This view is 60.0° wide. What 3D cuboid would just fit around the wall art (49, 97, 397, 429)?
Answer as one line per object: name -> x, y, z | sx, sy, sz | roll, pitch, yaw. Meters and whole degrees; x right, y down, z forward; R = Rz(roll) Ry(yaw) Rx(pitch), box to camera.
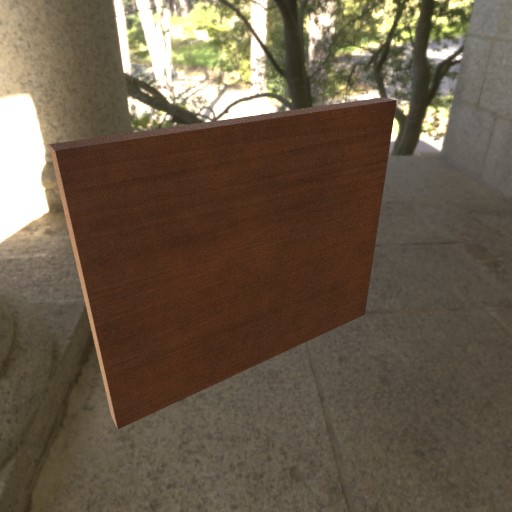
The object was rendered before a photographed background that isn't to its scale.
wall art -> 0.000, 0.000, 0.752 | 0.558, 0.457, 0.033 | -18, 34, -29
